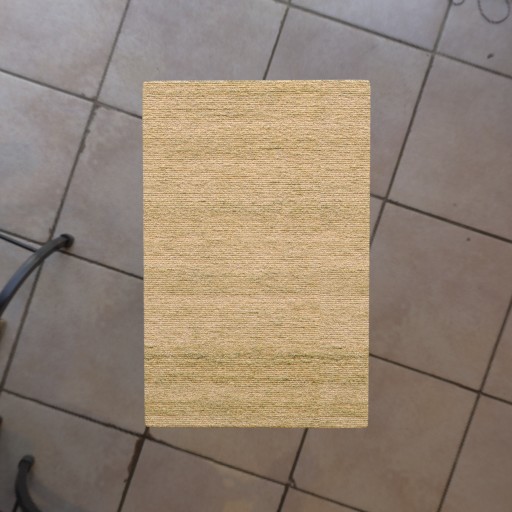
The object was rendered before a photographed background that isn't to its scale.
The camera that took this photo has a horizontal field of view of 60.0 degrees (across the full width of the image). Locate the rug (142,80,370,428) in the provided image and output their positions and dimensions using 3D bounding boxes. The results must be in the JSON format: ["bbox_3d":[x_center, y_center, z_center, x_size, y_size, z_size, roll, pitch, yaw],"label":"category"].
[{"bbox_3d":[0.000,0.000,2.244,1.143,0.010,1.758,0,92,1],"label":"rug"}]
